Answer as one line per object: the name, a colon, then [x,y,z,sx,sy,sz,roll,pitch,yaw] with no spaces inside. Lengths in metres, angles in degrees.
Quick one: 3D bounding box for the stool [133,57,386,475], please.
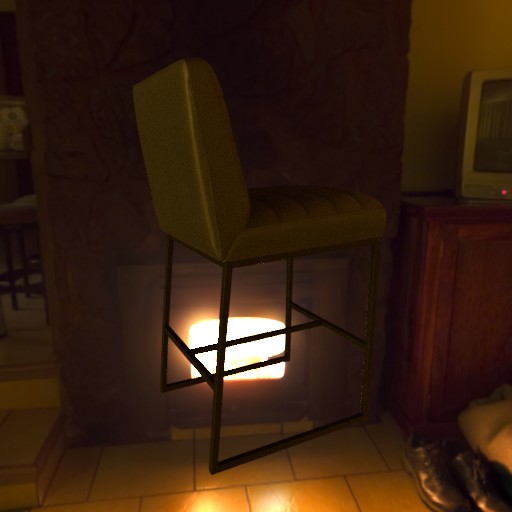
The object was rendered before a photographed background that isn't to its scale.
stool: [0.000,0.000,1.250,0.552,0.938,0.457,-7,15,-27]
